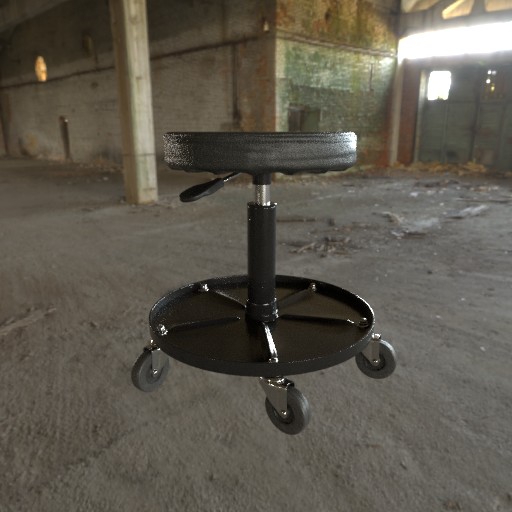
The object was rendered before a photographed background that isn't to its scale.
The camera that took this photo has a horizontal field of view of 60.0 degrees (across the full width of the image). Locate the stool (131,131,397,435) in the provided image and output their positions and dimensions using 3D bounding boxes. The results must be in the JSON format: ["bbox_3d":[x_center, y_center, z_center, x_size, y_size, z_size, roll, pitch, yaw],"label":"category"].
[{"bbox_3d":[0.000,0.000,0.675,0.381,0.365,0.382,15,21,42],"label":"stool"}]
